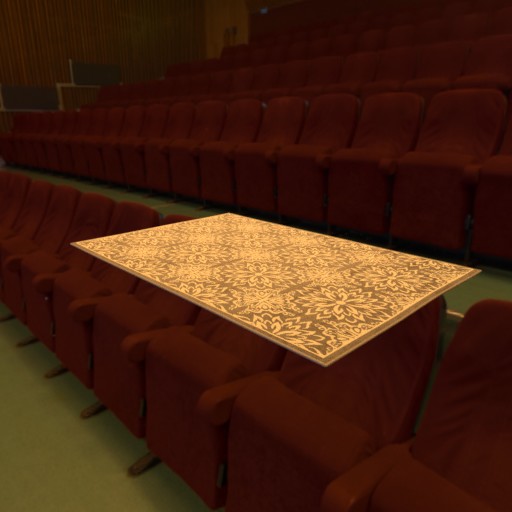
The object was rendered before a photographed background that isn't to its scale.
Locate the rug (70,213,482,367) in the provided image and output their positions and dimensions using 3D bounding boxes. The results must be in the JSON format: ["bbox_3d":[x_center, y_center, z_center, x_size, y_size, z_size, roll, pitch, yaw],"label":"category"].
[{"bbox_3d":[0.000,0.000,2.347,1.224,0.012,1.847,-16,24,-42],"label":"rug"}]
